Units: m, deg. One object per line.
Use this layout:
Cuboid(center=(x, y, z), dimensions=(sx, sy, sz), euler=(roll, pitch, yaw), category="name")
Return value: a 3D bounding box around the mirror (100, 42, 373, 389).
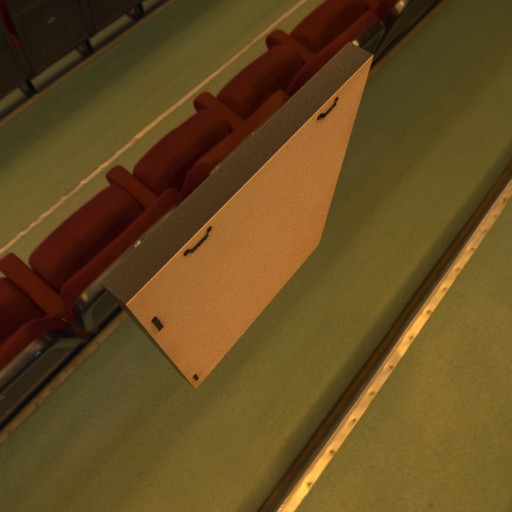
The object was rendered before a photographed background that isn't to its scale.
Cuboid(center=(0.000, 0.000, 0.697), dimensions=(0.041, 0.508, 0.405), euler=(37, 70, 15), category="mirror")
